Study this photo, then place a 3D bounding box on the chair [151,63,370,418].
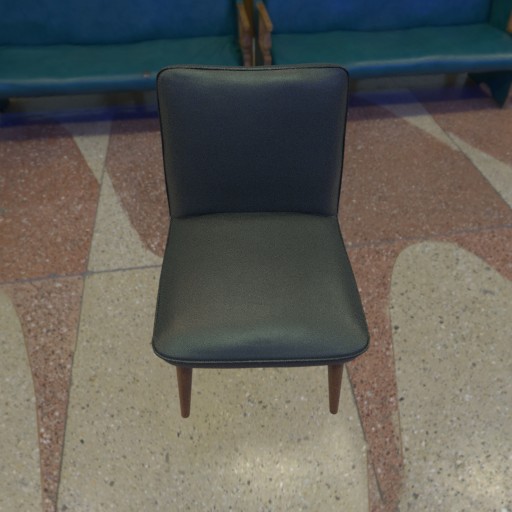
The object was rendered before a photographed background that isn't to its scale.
[{"bbox_3d":[0.000,0.000,1.202,0.543,0.801,0.645,-4,47,-4],"label":"chair"}]
